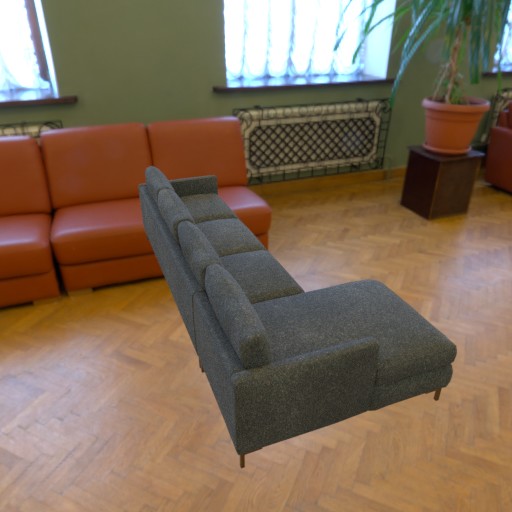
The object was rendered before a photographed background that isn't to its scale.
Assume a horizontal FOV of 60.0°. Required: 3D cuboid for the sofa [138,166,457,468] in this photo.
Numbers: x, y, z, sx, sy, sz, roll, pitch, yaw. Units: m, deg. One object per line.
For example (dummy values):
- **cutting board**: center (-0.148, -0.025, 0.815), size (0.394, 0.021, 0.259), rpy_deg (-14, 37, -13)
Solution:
- **sofa**: center (0.000, 0.000, 3.475), size (1.350, 0.810, 2.932), rpy_deg (-11, 31, -19)
